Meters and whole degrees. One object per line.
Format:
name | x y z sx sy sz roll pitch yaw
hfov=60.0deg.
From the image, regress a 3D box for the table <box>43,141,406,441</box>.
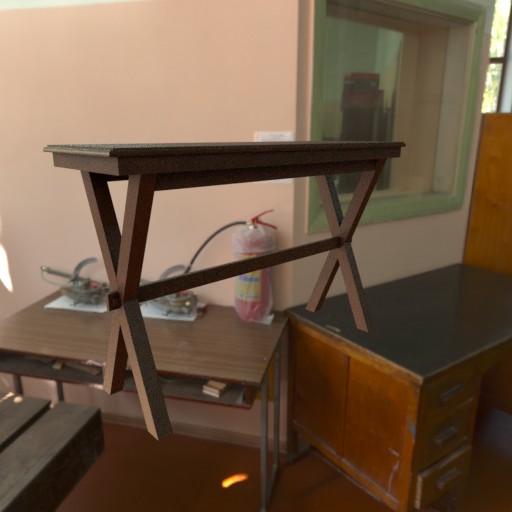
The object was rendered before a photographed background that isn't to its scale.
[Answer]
table | 0.000 0.000 1.546 1.197 0.763 0.399 -14 21 -41
